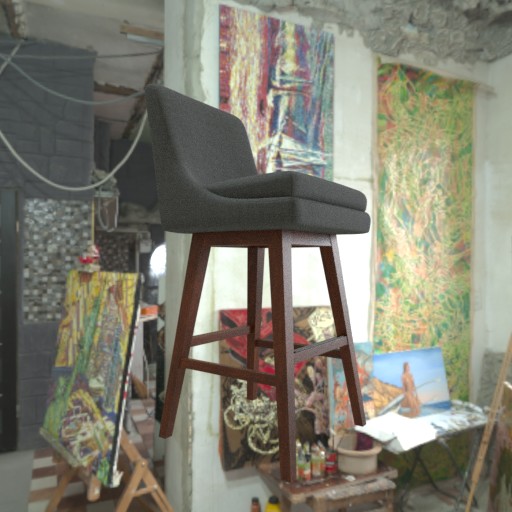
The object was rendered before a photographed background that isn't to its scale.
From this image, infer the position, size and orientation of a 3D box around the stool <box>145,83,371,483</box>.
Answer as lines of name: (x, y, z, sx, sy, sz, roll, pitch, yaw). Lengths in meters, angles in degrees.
stool: (0.000, 0.000, 1.260, 0.524, 0.977, 0.447, 0, 0, 36)
